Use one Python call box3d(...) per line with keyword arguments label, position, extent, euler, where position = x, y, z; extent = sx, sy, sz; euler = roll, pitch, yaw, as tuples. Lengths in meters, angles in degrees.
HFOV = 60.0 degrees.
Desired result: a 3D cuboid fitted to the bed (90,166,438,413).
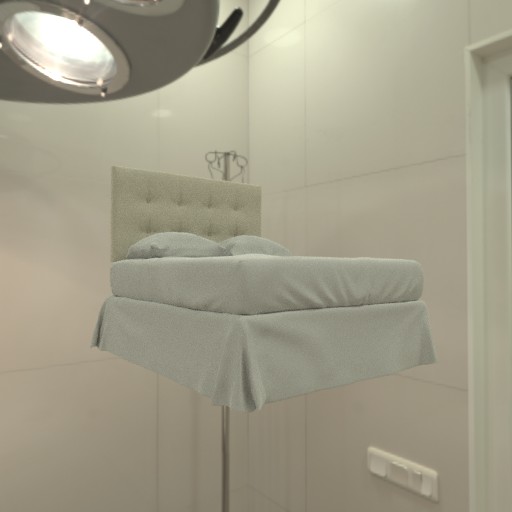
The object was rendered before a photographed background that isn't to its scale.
box3d(label="bed", position=(0.000, 0.000, 3.528), extent=(1.936, 1.577, 2.222), euler=(1, -1, -38))
